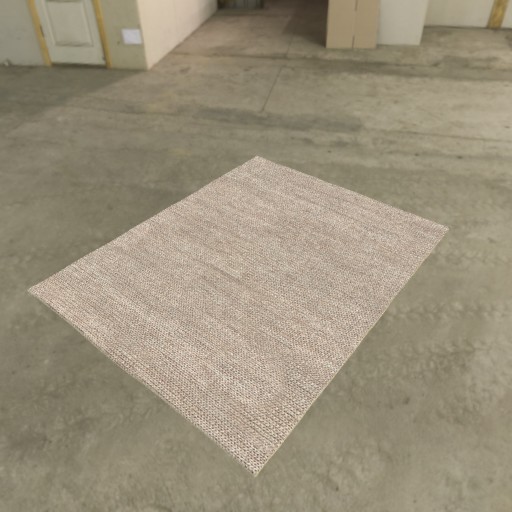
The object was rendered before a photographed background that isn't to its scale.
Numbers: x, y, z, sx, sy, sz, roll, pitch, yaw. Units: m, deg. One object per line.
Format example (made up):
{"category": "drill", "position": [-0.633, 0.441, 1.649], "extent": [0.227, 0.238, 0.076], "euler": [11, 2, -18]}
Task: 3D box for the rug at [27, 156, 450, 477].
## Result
{"category": "rug", "position": [0.000, 0.000, 4.002], "extent": [2.429, 0.030, 3.052], "euler": [27, 47, 29]}
